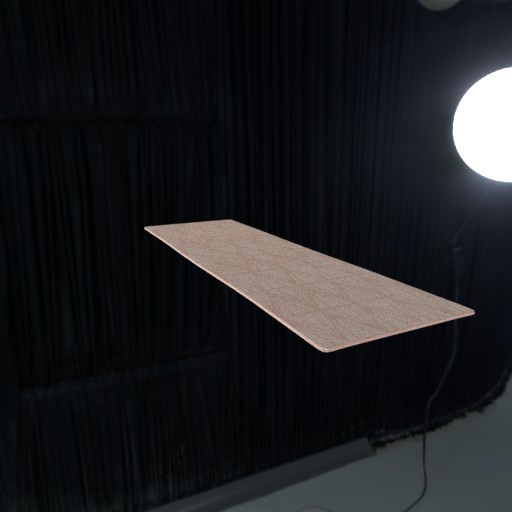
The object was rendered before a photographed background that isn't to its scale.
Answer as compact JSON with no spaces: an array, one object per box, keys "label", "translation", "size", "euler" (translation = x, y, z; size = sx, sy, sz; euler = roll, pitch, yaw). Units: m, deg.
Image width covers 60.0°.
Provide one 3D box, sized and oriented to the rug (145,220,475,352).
[{"label":"rug","translation":[0.000,0.000,2.666],"size":[0.760,0.015,2.435],"euler":[-7,16,-26]}]
